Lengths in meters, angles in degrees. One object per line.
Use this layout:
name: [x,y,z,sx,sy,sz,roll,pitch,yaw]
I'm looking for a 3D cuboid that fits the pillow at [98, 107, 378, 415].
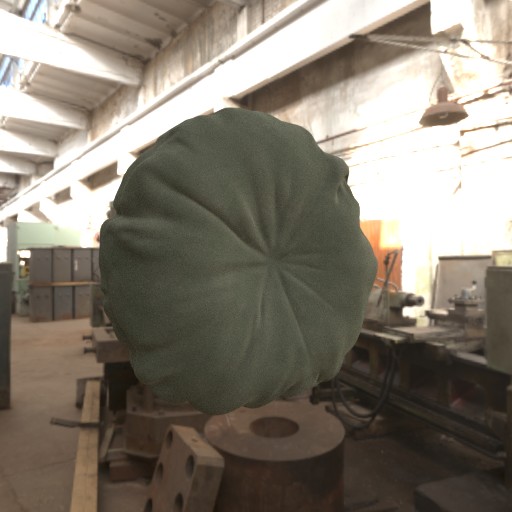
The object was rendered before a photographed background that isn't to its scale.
pillow: [0.000,0.000,0.628,0.428,0.407,0.148,1,-2,-35]
